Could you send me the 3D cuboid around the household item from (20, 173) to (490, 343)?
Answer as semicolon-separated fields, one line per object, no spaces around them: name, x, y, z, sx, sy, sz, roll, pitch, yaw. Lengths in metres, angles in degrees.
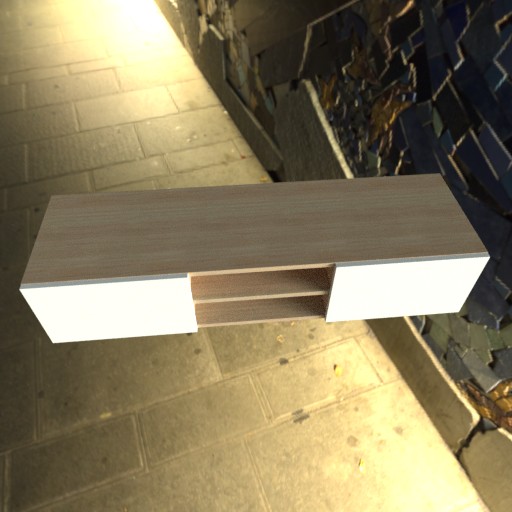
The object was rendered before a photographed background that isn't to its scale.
household item;0.000;0.000;1.565;1.400;0.310;0.420;-4;47;-4
